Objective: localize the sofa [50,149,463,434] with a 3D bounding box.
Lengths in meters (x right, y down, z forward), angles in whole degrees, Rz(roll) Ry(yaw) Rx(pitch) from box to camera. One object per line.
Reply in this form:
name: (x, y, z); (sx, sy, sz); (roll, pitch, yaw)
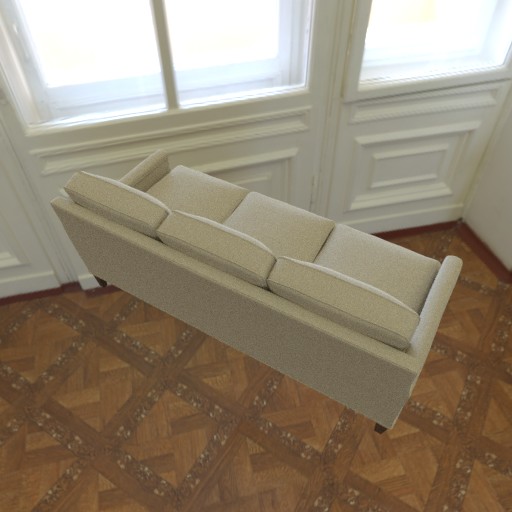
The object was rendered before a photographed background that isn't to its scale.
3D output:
sofa: (0.000, 0.000, 2.758); (2.246, 1.003, 1.084); (23, 51, 20)
